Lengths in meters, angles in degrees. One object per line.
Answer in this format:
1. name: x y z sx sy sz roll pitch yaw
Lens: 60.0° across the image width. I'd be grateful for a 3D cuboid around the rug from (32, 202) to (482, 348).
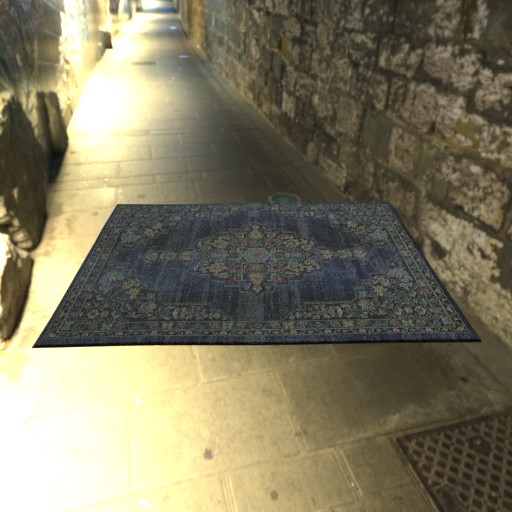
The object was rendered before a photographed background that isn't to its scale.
1. rug: 0.000 0.000 4.697 3.612 0.035 2.716 -1 31 -1
